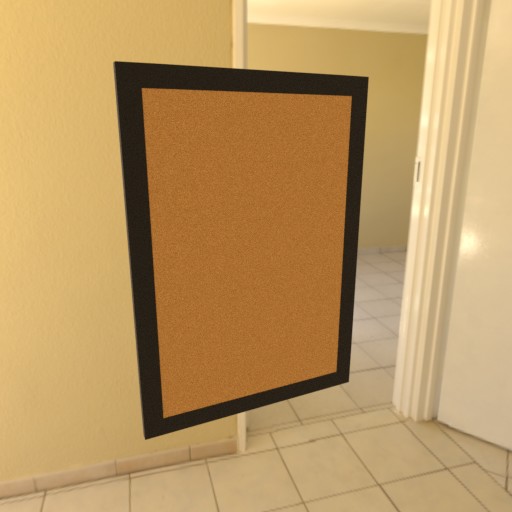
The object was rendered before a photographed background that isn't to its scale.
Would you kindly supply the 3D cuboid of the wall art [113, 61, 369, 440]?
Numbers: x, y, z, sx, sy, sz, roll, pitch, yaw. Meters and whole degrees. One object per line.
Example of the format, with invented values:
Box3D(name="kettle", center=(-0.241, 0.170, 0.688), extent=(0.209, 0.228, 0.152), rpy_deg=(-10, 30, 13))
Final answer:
Box3D(name="wall art", center=(0.000, 0.000, 0.686), extent=(0.380, 0.534, 0.013), rpy_deg=(-7, 17, -24))
